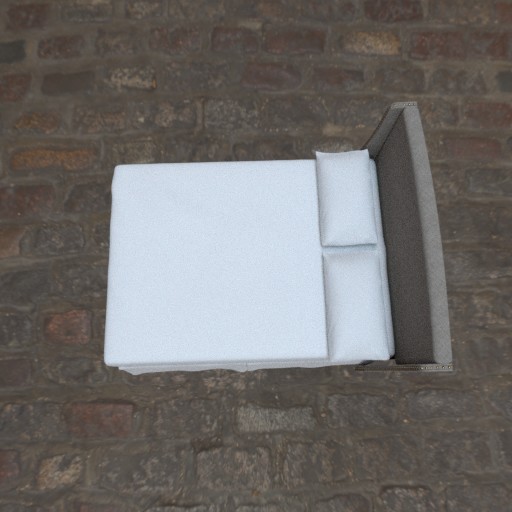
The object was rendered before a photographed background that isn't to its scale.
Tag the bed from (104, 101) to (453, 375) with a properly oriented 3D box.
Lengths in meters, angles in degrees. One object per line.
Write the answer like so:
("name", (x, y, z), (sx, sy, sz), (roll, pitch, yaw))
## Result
("bed", (0.000, 0.000, 3.283), (2.237, 1.407, 1.710), (-2, 76, 0))
